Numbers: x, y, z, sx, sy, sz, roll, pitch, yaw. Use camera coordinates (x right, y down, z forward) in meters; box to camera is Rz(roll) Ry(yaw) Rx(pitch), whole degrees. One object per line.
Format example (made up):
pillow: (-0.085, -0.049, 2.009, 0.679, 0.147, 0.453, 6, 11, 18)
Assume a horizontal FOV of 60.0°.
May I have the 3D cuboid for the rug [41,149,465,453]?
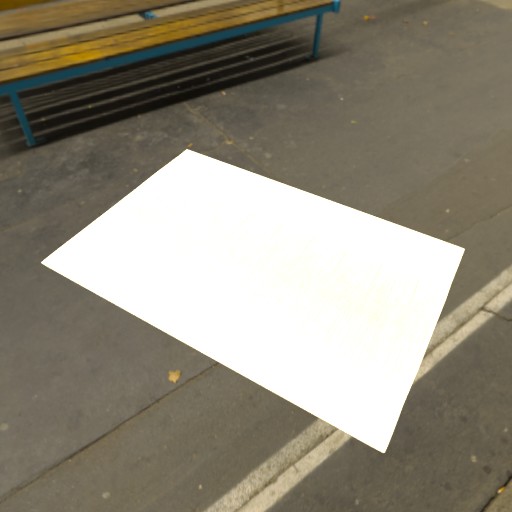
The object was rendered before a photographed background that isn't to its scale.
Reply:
rug: (0.000, 0.000, 2.316, 1.850, 0.006, 1.234, 24, 50, 21)
